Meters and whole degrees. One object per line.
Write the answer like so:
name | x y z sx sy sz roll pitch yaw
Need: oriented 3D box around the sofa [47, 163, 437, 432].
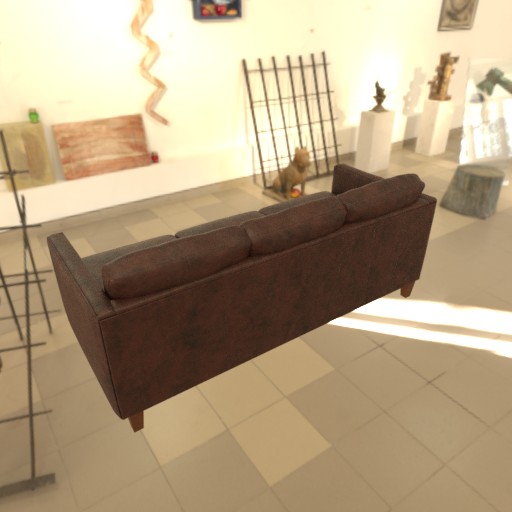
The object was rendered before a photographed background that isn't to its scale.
sofa | 0.000 0.000 3.077 2.464 1.006 1.045 -19 35 -29
